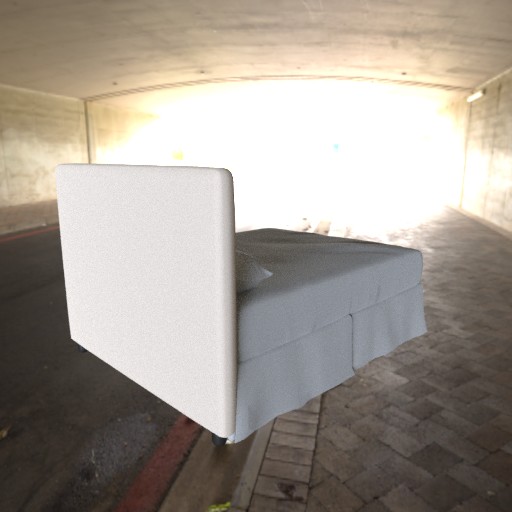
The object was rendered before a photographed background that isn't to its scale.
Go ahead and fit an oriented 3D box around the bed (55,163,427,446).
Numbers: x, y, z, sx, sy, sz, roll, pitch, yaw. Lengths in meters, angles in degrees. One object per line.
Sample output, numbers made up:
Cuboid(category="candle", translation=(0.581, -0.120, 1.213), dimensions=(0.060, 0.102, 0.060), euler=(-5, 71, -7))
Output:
Cuboid(category="bed", translation=(0.000, 0.000, 3.225), dimensions=(1.748, 1.330, 2.142), euler=(12, 17, 43))
